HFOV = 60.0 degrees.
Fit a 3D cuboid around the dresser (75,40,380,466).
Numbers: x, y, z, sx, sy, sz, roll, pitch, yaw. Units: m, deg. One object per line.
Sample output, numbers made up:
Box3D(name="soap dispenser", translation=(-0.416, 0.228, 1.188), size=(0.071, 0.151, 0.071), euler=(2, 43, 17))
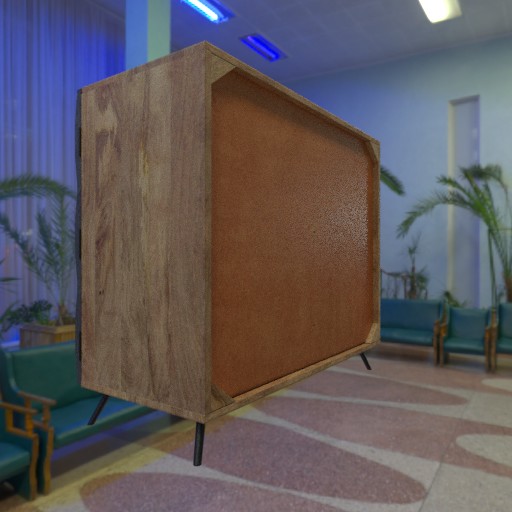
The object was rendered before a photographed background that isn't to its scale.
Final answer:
Box3D(name="dresser", translation=(0.000, 0.000, 1.387), size=(0.446, 0.847, 0.967), euler=(0, 0, 36))
